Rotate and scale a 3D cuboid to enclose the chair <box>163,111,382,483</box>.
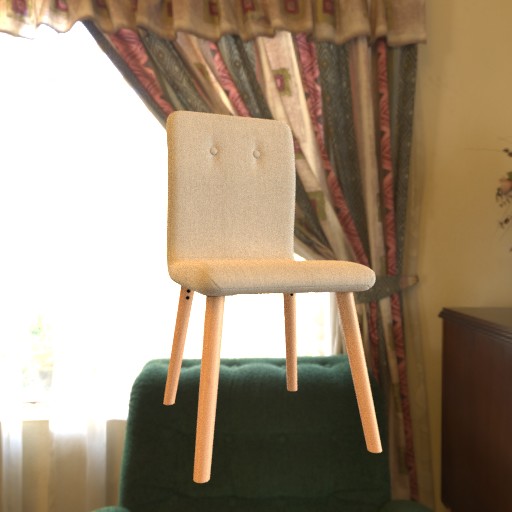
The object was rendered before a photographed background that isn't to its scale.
[{"bbox_3d":[0.000,0.000,1.185,0.435,0.885,0.550,0,0,-19],"label":"chair"}]
